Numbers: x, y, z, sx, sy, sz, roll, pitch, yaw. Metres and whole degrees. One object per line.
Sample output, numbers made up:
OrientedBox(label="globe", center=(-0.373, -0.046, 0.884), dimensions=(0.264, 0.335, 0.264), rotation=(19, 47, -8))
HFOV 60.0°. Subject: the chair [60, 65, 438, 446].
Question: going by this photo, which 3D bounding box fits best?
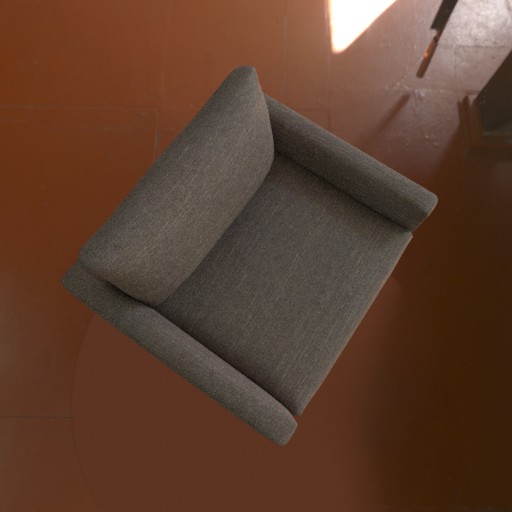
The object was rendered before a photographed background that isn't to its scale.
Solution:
OrientedBox(label="chair", center=(0.000, 0.000, 1.560), dimensions=(0.845, 0.841, 0.940), rotation=(34, 77, 9))
